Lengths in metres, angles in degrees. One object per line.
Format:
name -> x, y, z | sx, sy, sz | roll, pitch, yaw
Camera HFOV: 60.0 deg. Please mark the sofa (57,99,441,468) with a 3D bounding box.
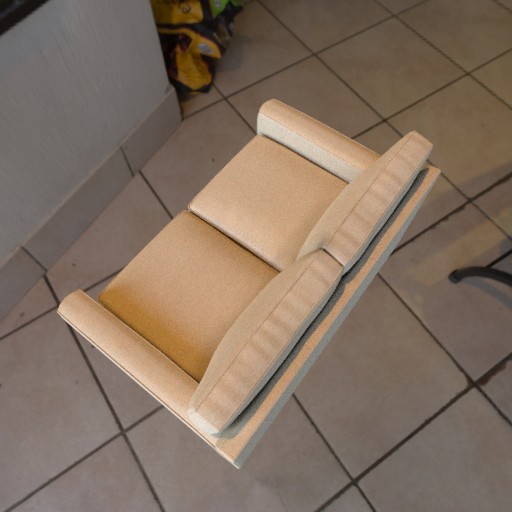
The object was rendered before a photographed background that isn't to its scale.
sofa -> 0.000, 0.000, 2.030 | 0.942, 0.853, 1.484 | 34, 68, 16
